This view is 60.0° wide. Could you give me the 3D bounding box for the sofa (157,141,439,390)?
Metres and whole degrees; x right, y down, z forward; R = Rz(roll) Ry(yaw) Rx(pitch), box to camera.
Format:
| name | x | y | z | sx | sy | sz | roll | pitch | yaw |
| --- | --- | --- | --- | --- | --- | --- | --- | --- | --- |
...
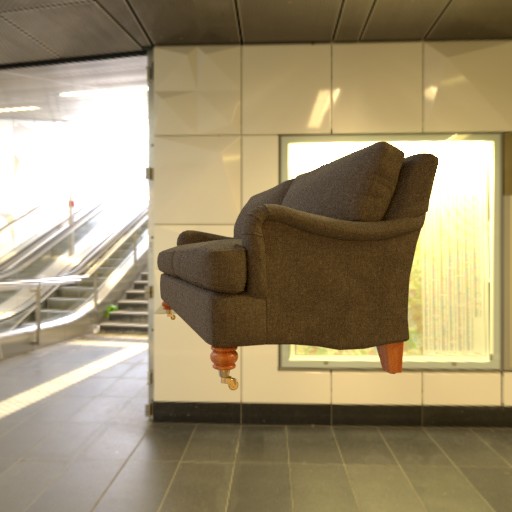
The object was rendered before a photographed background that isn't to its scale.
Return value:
| name | x | y | z | sx | sy | sz | roll | pitch | yaw |
| --- | --- | --- | --- | --- | --- | --- | --- | --- | --- |
| sofa | 0.000 | 0.000 | 2.826 | 1.087 | 1.054 | 2.160 | 0 | 0 | -17 |
